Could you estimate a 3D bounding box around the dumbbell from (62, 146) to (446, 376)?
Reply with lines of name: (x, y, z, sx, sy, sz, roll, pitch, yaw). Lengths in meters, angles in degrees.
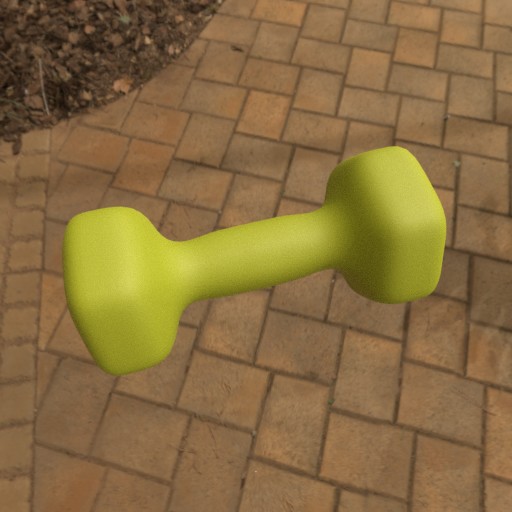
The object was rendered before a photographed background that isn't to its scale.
dumbbell: (0.000, 0.000, 0.209, 0.164, 0.072, 0.080, -13, 65, -6)
